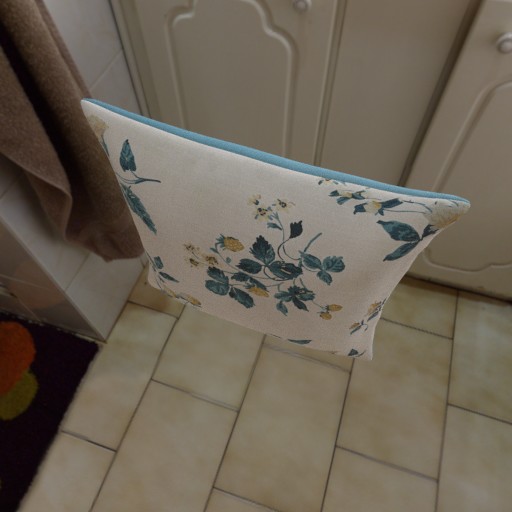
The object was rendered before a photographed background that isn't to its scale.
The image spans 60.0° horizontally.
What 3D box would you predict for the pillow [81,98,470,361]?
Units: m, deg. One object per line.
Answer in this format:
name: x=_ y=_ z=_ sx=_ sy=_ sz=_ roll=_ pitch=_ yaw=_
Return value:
pillow: x=0.000 y=0.000 z=0.770 sx=0.526 sy=0.507 sz=0.166 roll=18 pitch=59 yaw=11
